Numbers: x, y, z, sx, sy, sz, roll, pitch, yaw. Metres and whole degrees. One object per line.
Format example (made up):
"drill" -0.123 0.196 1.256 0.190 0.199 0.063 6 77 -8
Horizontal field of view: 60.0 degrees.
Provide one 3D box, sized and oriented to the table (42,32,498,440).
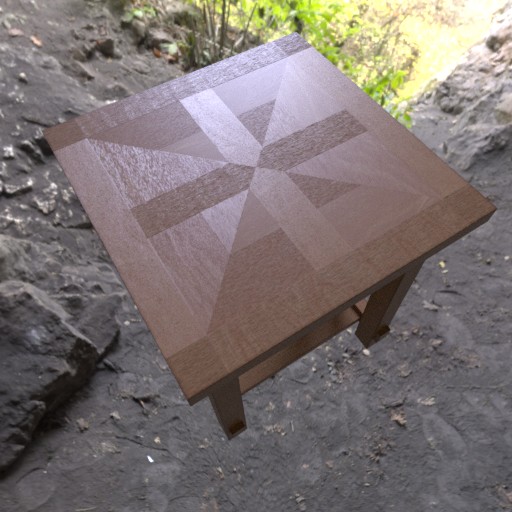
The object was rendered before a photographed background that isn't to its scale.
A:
"table" 0.000 0.000 1.094 0.610 0.638 0.612 -28 63 -16
